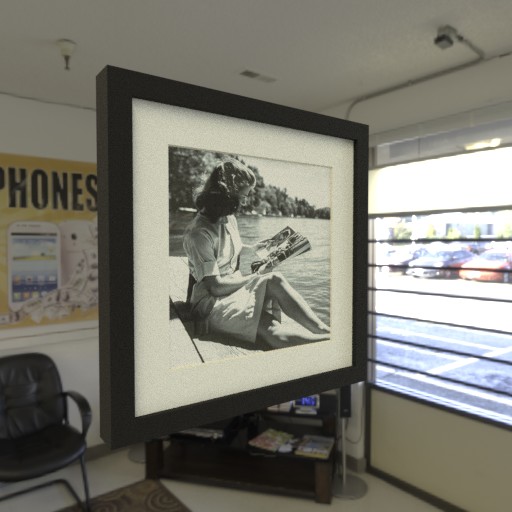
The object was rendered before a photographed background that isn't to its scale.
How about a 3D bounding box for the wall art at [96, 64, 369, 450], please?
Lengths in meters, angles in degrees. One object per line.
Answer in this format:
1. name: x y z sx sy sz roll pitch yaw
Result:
1. wall art: 0.000 0.000 0.452 0.308 0.305 0.030 -1 2 -36
